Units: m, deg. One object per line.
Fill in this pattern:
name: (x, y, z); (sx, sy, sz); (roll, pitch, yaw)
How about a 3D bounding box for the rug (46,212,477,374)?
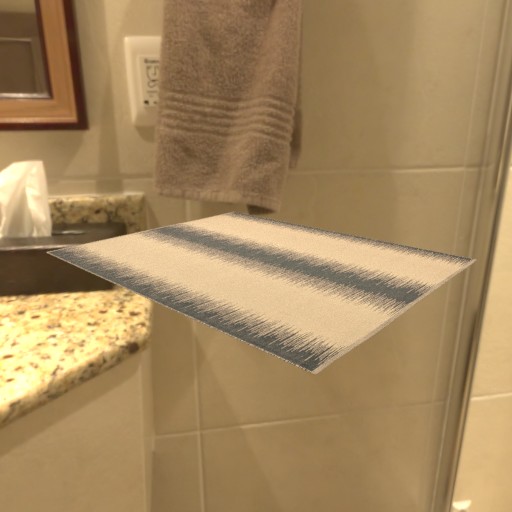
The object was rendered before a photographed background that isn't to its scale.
rug: (0.000, 0.000, 3.990); (3.037, 0.004, 2.453); (15, 23, 40)
